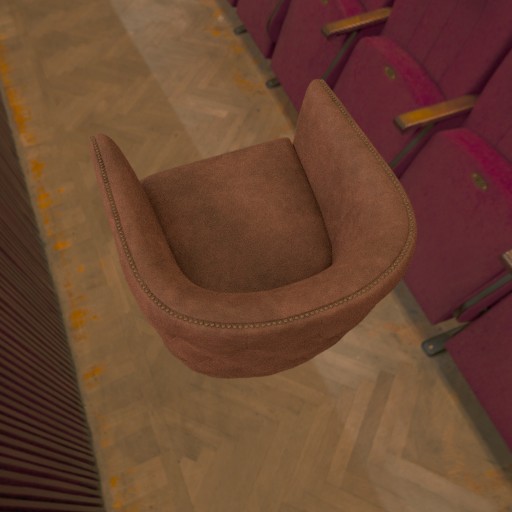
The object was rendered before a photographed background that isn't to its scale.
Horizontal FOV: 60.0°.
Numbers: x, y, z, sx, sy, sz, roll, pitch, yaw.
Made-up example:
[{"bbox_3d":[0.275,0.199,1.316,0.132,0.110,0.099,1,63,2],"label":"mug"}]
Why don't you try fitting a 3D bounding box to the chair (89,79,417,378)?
[{"bbox_3d":[0.000,0.000,1.539,0.850,0.790,0.870,-18,60,-11],"label":"chair"}]
